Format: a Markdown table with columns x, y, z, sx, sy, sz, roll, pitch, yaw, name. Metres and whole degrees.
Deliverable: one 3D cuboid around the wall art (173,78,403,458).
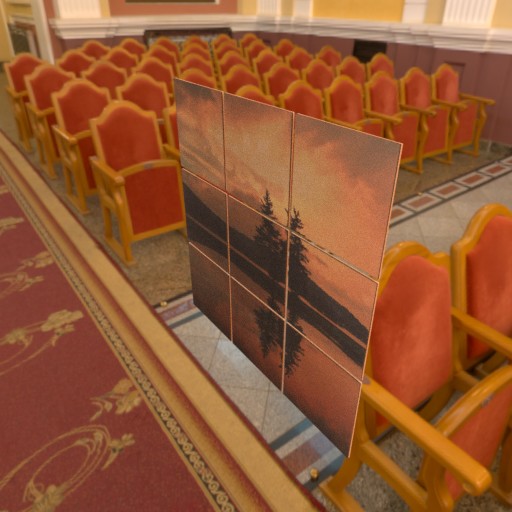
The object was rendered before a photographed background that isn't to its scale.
| x | y | z | sx | sy | sz | roll | pitch | yaw | name |
| --- | --- | --- | --- | --- | --- | --- | --- | --- | --- |
| 0.000 | 0.000 | 2.271 | 0.013 | 1.525 | 1.520 | -20 | 36 | -30 | wall art |
